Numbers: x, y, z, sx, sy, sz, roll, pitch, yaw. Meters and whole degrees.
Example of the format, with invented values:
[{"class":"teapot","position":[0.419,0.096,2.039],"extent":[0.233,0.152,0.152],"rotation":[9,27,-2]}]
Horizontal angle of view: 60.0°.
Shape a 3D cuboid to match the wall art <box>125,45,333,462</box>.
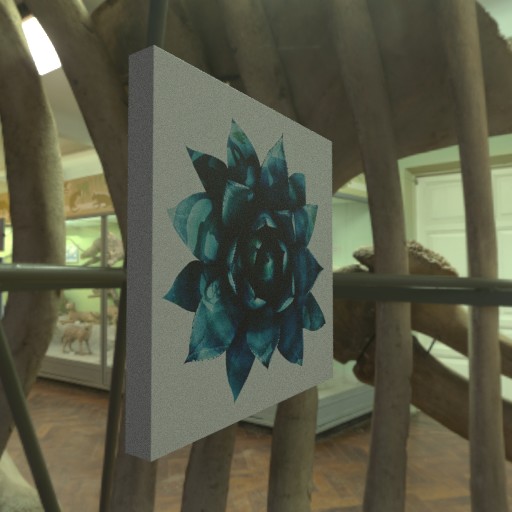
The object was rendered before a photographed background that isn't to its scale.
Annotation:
[{"class":"wall art","position":[0.000,0.000,0.608],"extent":[0.038,0.406,0.406],"rotation":[-1,-2,35]}]
